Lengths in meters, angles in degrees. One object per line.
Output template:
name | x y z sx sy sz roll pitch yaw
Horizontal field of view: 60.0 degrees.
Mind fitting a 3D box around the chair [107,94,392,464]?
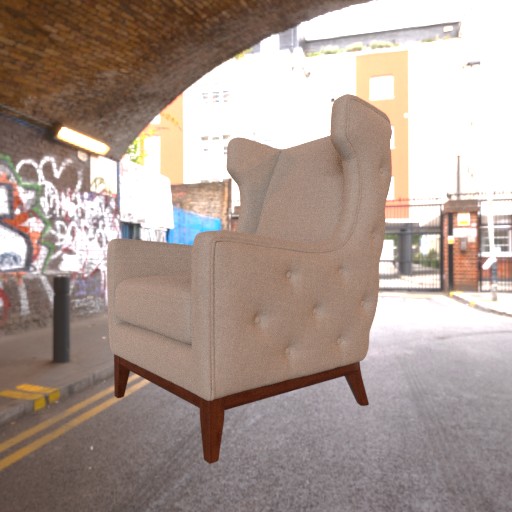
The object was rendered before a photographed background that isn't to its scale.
chair | 0.000 0.000 1.659 0.899 1.079 0.778 0 -1 -37
